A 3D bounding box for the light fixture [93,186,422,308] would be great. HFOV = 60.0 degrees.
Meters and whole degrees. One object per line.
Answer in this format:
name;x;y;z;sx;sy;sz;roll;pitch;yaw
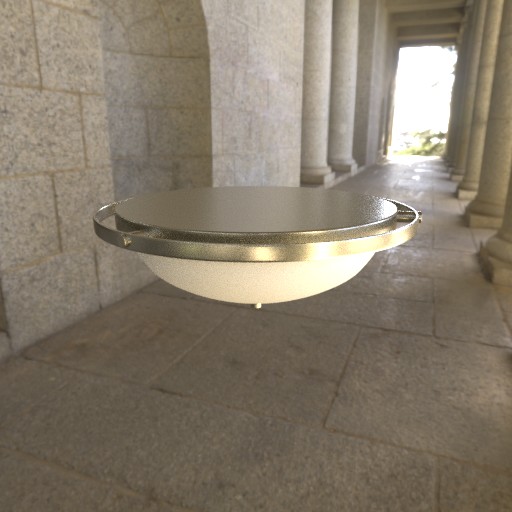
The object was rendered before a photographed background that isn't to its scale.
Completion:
light fixture;0.000;0.000;0.536;0.361;0.130;0.361;0;16;0
